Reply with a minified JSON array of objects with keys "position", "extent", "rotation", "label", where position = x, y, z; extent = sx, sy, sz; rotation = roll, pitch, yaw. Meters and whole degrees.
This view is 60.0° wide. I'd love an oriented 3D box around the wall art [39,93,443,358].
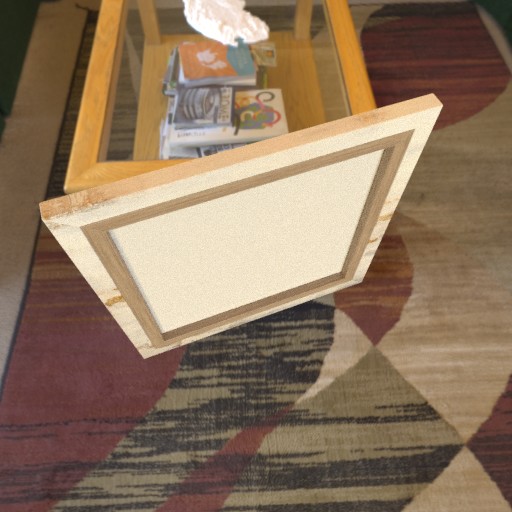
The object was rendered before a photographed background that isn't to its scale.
[{"position":[0.000,0.000,1.117],"extent":[0.753,0.755,0.038],"rotation":[-18,62,-10],"label":"wall art"}]
